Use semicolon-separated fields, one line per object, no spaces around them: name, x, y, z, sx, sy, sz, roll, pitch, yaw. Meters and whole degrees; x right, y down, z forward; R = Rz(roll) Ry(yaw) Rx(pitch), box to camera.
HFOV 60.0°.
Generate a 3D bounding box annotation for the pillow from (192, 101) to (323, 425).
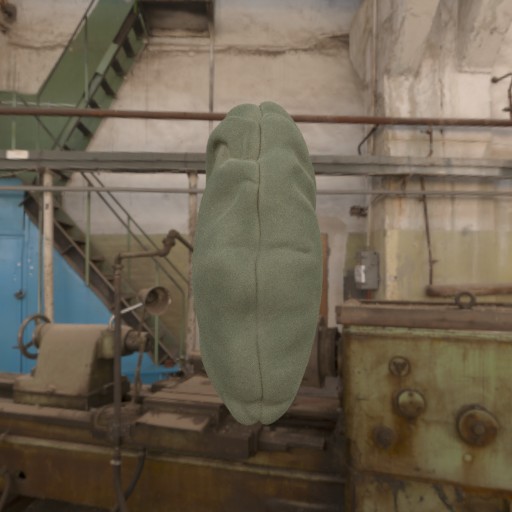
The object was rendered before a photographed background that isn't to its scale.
pillow;0.000;0.000;0.624;0.148;0.407;0.428;0;-1;-1
